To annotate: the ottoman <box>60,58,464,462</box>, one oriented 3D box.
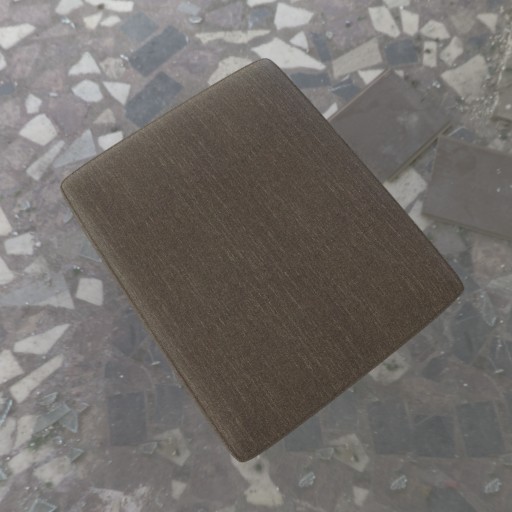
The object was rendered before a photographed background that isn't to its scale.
[{"bbox_3d":[0.000,0.000,1.240,0.671,0.490,0.820,-35,78,-9],"label":"ottoman"}]
